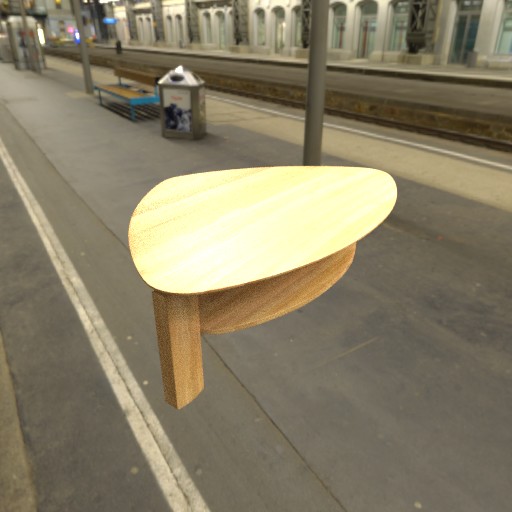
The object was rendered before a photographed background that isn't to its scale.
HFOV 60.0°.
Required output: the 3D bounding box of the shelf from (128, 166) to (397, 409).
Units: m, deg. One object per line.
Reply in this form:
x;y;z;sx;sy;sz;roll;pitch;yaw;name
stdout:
0.000;0.000;1.649;0.863;0.439;1.240;18;32;32;shelf
